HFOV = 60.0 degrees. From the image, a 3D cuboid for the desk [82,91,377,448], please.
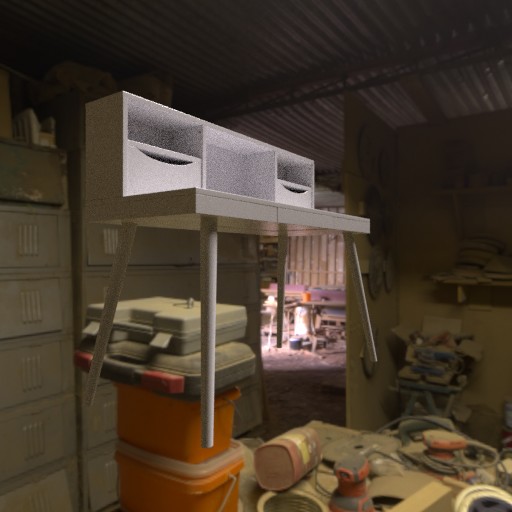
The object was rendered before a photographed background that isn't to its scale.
[{"bbox_3d":[0.000,0.000,1.779,0.559,0.990,1.199,0,0,36],"label":"desk"}]
